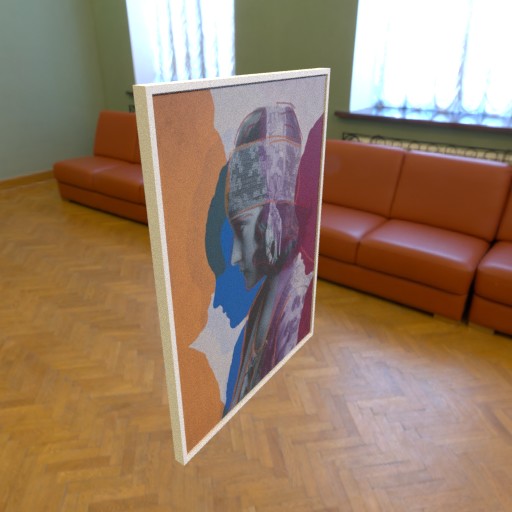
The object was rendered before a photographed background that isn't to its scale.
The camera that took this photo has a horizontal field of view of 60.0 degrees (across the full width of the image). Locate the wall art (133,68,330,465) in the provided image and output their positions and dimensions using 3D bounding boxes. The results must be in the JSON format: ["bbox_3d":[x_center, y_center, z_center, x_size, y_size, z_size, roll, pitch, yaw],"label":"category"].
[{"bbox_3d":[0.000,0.000,1.384,0.039,1.050,0.795,17,30,31],"label":"wall art"}]
